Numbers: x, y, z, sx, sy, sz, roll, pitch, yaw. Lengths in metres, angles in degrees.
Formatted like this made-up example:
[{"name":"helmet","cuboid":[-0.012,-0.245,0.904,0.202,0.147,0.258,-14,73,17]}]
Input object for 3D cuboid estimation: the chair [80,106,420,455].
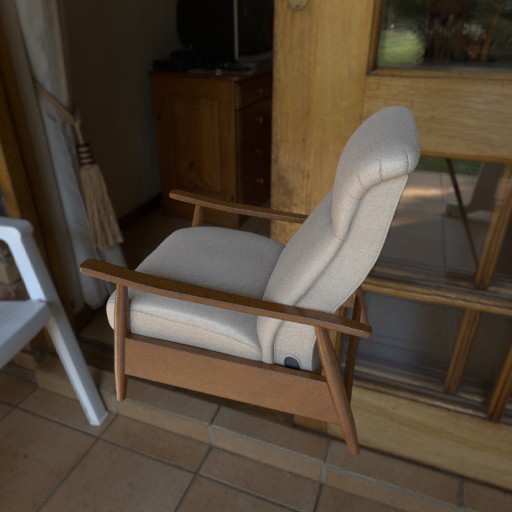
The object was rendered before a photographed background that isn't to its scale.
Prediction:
[{"name":"chair","cuboid":[0.000,0.000,1.722,1.030,1.082,0.762,8,30,13]}]
